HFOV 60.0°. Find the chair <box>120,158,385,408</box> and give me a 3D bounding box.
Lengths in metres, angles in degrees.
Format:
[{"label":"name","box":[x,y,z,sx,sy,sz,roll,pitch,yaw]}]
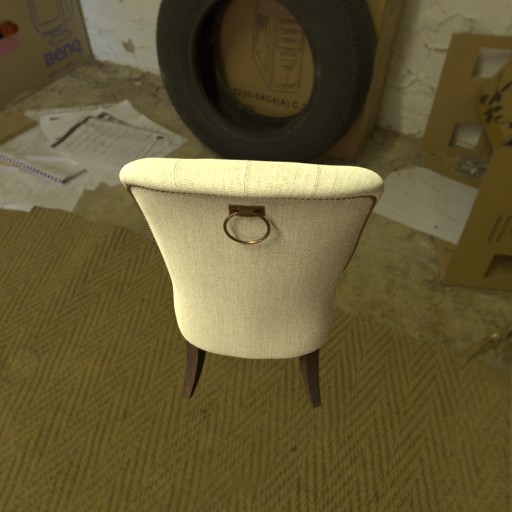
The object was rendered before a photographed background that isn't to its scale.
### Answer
[{"label":"chair","box":[0.000,0.000,1.494,0.634,1.091,0.629,3,47,3]}]
